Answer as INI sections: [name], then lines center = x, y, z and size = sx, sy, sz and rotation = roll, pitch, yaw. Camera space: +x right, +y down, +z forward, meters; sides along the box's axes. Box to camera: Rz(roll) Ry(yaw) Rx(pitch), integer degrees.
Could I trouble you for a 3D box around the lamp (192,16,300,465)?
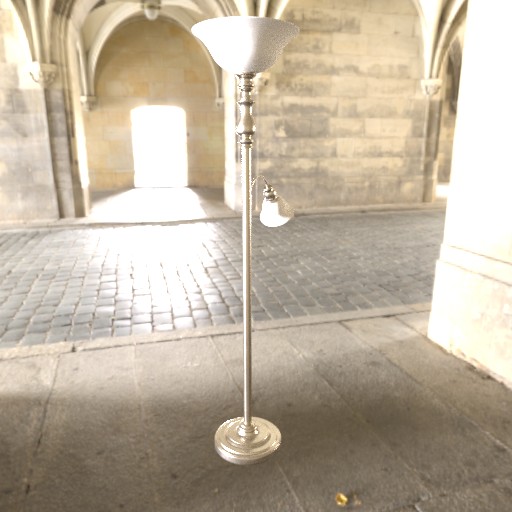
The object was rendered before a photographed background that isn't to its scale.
[lamp]
center = 0.000, 0.000, 1.963
size = 0.405, 1.785, 0.575
rotation = 7, 15, 26
